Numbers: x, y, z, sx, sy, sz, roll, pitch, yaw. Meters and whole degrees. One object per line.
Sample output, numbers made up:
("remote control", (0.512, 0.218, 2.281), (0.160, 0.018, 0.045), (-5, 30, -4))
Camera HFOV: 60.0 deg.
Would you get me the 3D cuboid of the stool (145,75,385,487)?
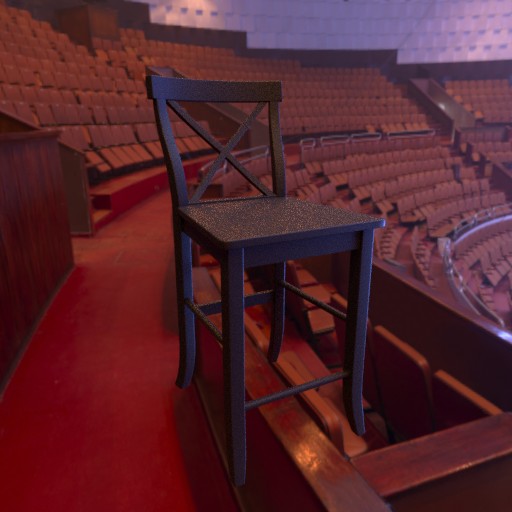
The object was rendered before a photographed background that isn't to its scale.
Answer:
("stool", (0.000, 0.000, 1.281), (0.452, 0.989, 0.559), (-9, 19, -27))
